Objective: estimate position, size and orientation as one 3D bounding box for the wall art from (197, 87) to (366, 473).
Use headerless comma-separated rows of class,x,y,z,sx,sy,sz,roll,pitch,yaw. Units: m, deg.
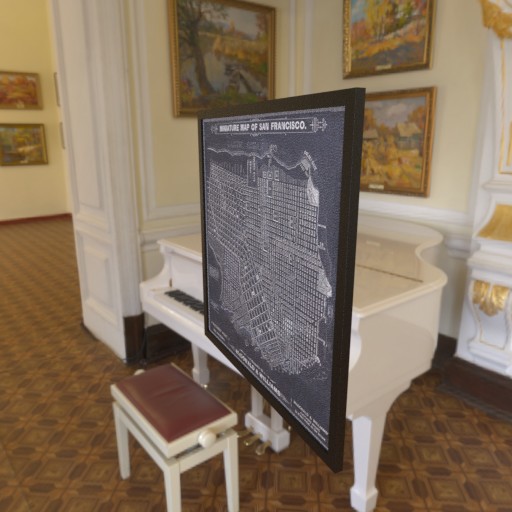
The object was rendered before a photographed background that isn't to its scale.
wall art,0.000,0.000,1.231,0.022,0.807,0.807,-8,17,-26
